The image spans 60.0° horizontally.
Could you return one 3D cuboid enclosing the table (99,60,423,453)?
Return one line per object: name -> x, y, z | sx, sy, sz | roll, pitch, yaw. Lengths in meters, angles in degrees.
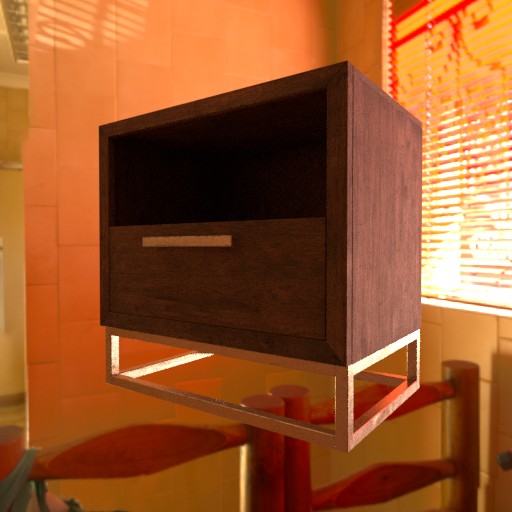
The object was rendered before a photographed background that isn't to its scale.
table -> 0.000, 0.000, 1.251 | 0.767, 0.746, 0.542 | 1, 1, 36
